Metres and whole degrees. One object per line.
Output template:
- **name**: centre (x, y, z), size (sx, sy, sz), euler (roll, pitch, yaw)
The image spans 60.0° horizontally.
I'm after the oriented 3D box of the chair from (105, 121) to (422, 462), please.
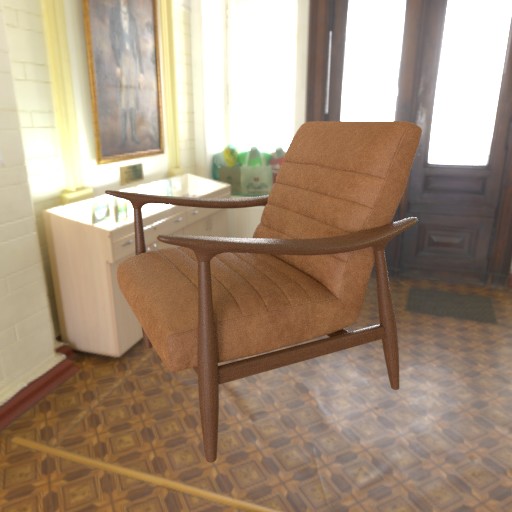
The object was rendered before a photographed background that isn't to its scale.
- **chair**: centre (0.000, 0.000, 1.427), size (0.798, 0.832, 0.741), euler (-9, 19, -26)
